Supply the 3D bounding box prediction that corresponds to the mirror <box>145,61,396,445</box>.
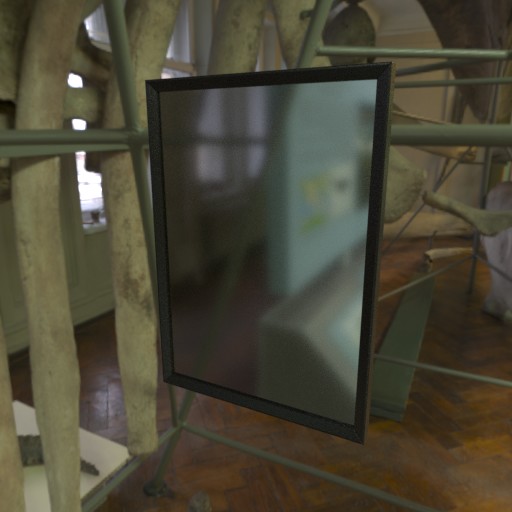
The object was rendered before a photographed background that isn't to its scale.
[{"bbox_3d":[0.000,0.000,0.924,0.507,0.710,0.039,8,17,27],"label":"mirror"}]
